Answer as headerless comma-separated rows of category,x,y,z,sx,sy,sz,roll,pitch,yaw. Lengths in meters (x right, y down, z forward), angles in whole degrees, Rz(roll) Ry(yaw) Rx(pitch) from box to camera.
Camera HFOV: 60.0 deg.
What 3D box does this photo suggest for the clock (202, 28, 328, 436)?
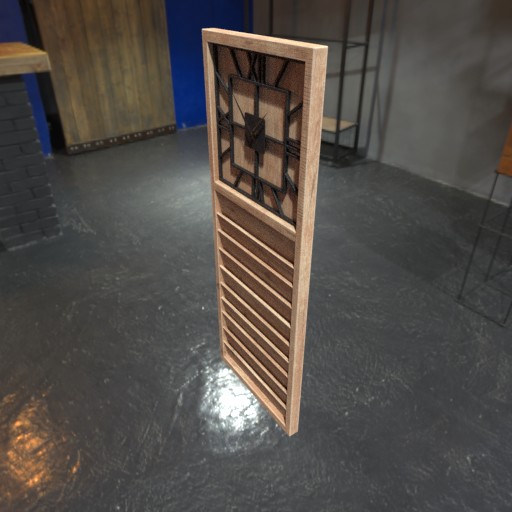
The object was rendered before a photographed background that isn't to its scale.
clock,0.000,0.000,1.081,0.030,0.965,0.361,-20,38,-29
